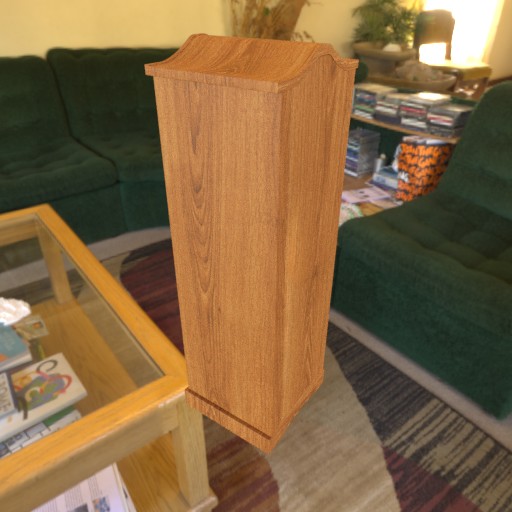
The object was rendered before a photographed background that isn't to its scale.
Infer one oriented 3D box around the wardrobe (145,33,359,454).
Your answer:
[{"bbox_3d":[0.000,0.000,2.109,0.570,1.870,0.590,20,37,29],"label":"wardrobe"}]
